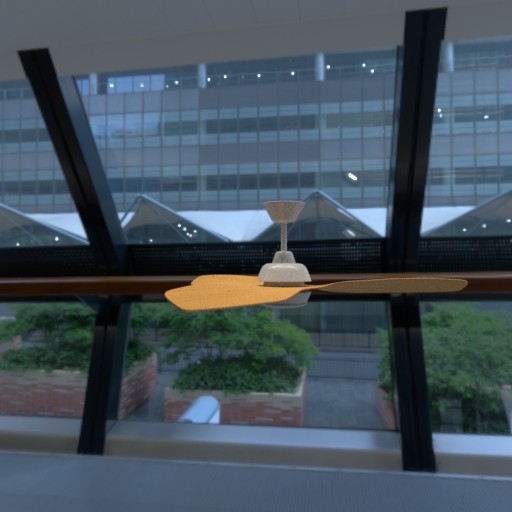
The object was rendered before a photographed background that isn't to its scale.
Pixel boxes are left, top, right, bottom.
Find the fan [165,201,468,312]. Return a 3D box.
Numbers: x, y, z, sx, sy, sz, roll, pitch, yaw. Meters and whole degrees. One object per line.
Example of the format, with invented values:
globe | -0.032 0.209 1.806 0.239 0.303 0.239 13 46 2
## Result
fan | 0.000 0.000 1.635 1.142 0.355 1.010 1 -1 -37
